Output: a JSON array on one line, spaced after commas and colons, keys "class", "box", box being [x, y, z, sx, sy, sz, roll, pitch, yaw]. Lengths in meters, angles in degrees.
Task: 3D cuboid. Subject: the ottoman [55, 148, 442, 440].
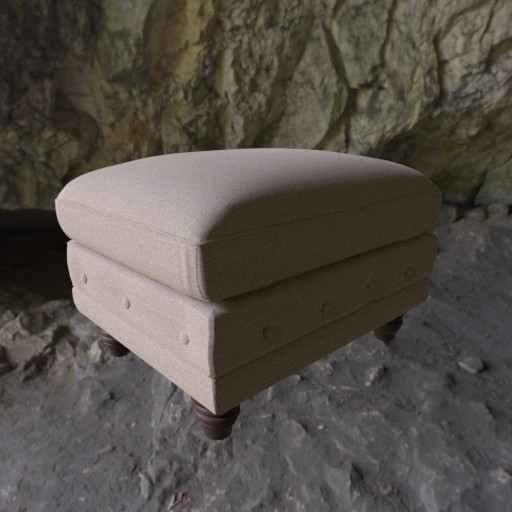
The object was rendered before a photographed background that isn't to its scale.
[{"class": "ottoman", "box": [0.000, 0.000, 1.000, 0.684, 0.463, 0.541, -15, 23, -40]}]
